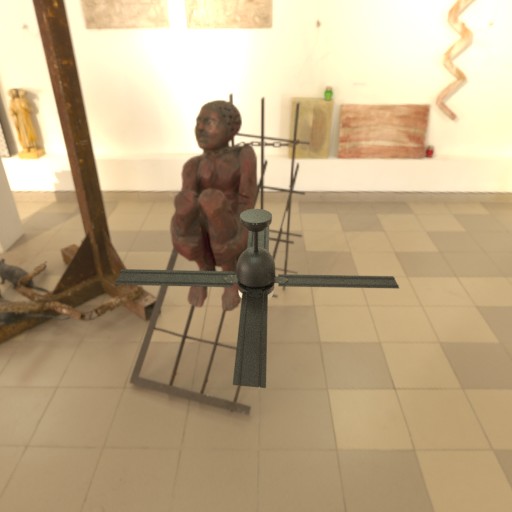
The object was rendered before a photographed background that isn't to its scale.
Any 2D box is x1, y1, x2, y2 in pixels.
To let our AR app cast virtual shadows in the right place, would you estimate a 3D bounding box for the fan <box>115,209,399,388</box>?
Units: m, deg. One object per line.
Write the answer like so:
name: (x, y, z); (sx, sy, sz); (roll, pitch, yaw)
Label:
fan: (0.000, 0.000, 2.031); (1.319, 0.410, 1.319); (0, 31, 0)
